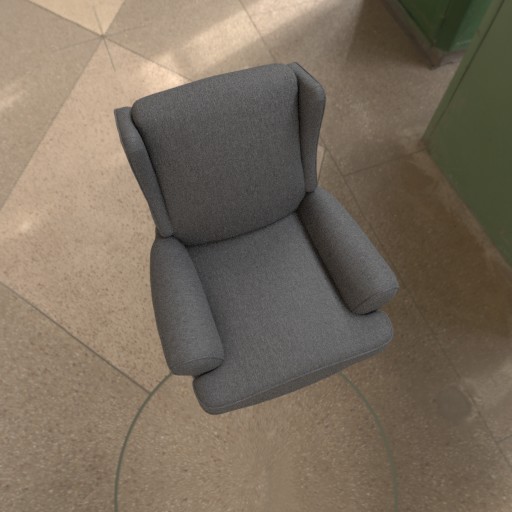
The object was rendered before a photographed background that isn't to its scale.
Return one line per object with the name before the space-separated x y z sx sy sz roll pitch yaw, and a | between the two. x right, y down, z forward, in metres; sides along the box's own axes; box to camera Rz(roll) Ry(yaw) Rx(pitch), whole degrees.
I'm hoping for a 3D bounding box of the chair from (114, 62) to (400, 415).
chair | 0.000 0.000 1.695 0.847 1.011 0.969 -18 65 -9
